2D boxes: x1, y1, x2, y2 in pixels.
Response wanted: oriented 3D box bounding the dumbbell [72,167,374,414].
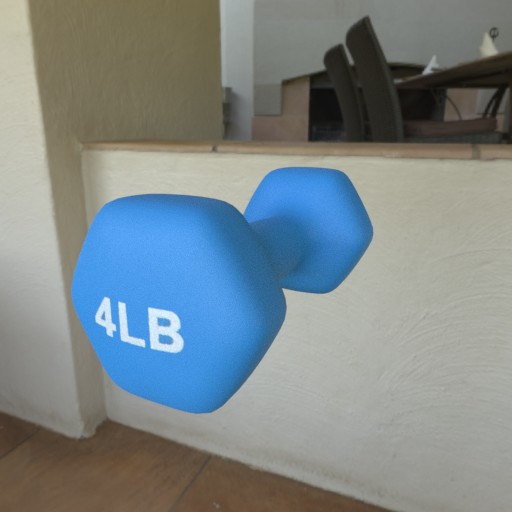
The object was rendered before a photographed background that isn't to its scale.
[{"bbox_3d":[0.000,0.000,0.191,0.074,0.066,0.152,8,18,26],"label":"dumbbell"}]
